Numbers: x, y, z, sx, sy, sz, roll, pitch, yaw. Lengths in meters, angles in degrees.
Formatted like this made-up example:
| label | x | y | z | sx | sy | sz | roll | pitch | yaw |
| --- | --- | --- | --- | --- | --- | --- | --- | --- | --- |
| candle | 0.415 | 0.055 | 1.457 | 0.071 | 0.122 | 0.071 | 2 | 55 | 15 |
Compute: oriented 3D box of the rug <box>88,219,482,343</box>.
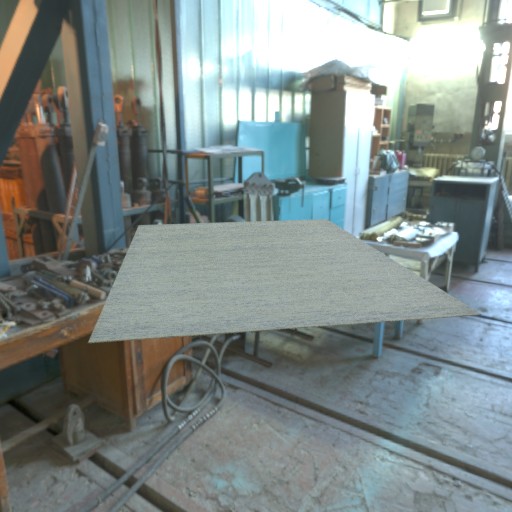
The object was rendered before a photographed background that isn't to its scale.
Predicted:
| label | x | y | z | sx | sy | sz | roll | pitch | yaw |
| --- | --- | --- | --- | --- | --- | --- | --- | --- | --- |
| rug | 0.000 | 0.000 | 4.199 | 2.438 | 0.006 | 3.197 | -3 | 16 | -9 |
